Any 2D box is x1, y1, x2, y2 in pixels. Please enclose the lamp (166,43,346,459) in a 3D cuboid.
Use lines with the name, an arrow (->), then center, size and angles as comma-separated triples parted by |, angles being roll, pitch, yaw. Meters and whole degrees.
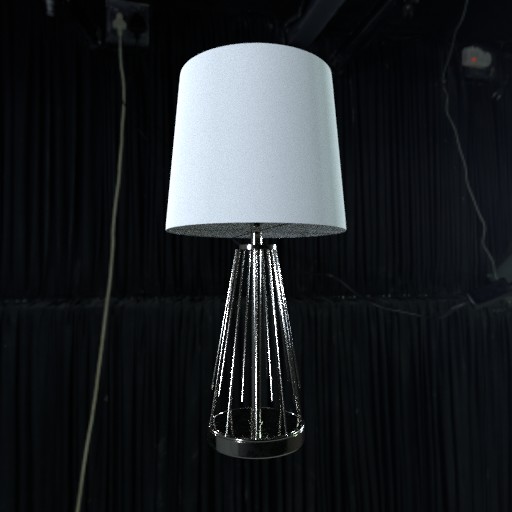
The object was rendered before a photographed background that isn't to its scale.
lamp -> 0.000, 0.000, 0.758 | 0.303, 0.618, 0.303 | 0, -2, 0
